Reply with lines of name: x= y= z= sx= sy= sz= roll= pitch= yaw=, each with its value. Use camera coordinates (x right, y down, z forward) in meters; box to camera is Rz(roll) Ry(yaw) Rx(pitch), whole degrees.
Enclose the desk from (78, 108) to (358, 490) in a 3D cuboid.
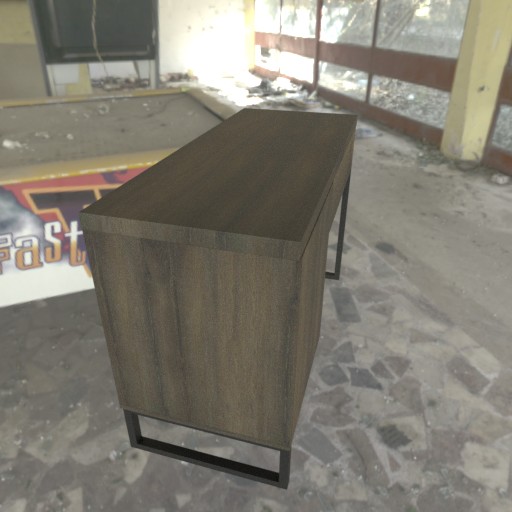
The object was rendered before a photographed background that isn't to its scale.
desk: x=0.000 y=0.000 z=1.529 sx=0.511 sy=0.752 sz=1.134 roll=8 pitch=30 yaw=14
